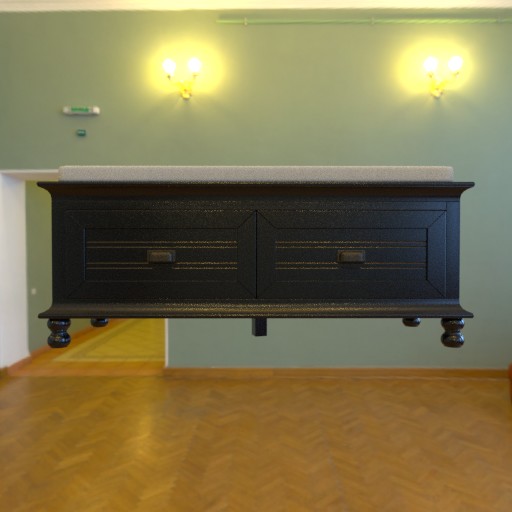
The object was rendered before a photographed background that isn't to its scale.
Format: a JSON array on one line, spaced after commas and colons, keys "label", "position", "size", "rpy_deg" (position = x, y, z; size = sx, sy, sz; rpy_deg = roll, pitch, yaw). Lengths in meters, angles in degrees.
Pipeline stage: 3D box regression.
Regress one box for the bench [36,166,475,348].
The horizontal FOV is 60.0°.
[{"label": "bench", "position": [0.000, 0.000, 1.400], "size": [1.185, 0.501, 0.402], "rpy_deg": [0, 1, 0]}]
